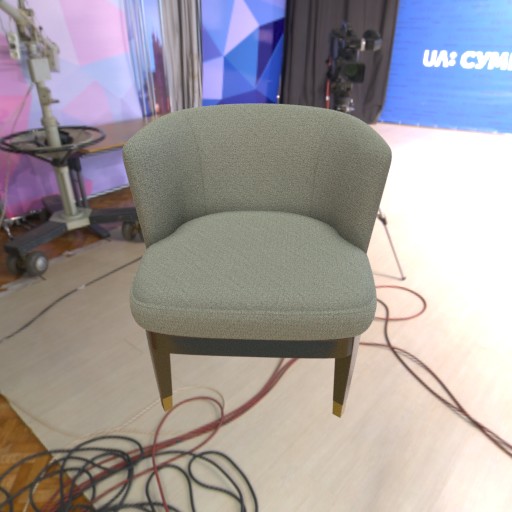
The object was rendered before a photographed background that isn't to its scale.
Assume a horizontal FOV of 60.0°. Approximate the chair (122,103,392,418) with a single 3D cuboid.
[{"bbox_3d":[0.000,0.000,1.325,0.700,0.760,0.660,1,30,2],"label":"chair"}]
